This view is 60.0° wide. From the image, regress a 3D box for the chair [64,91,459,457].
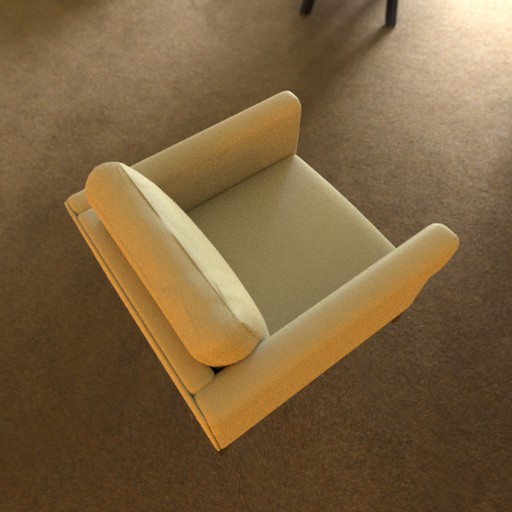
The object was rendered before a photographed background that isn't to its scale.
[{"bbox_3d":[0.000,0.000,1.636,0.959,0.838,0.914,-32,64,-18],"label":"chair"}]
